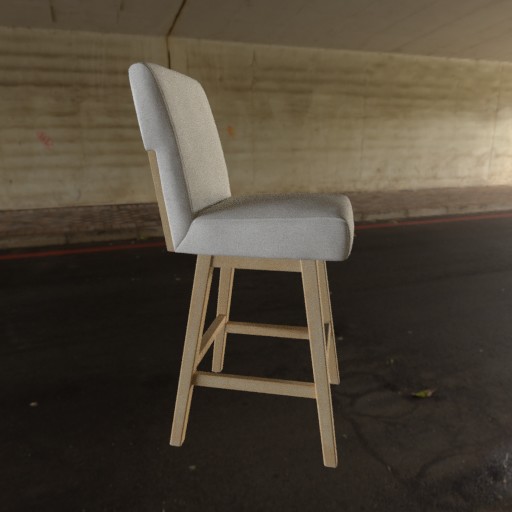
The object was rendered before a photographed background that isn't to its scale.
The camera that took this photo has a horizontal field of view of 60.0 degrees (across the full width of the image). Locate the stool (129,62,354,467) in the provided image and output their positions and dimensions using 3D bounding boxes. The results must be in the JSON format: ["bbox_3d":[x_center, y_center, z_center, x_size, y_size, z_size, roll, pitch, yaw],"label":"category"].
[{"bbox_3d":[0.000,0.000,1.289,0.543,1.015,0.446,3,15,11],"label":"stool"}]
